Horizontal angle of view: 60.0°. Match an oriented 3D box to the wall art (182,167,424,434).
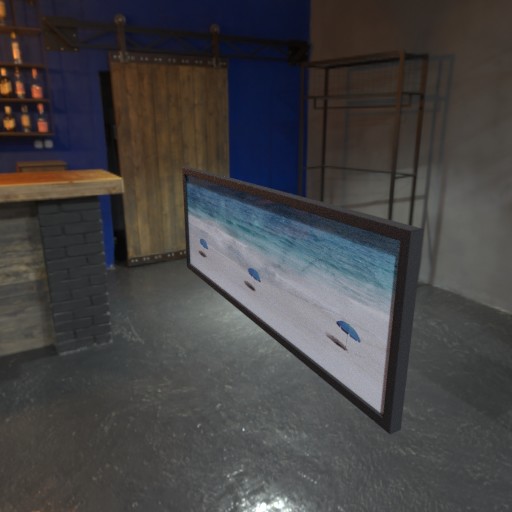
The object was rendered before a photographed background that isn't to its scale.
[{"bbox_3d":[0.000,0.000,1.761,0.041,0.554,1.572,-9,19,-27],"label":"wall art"}]
